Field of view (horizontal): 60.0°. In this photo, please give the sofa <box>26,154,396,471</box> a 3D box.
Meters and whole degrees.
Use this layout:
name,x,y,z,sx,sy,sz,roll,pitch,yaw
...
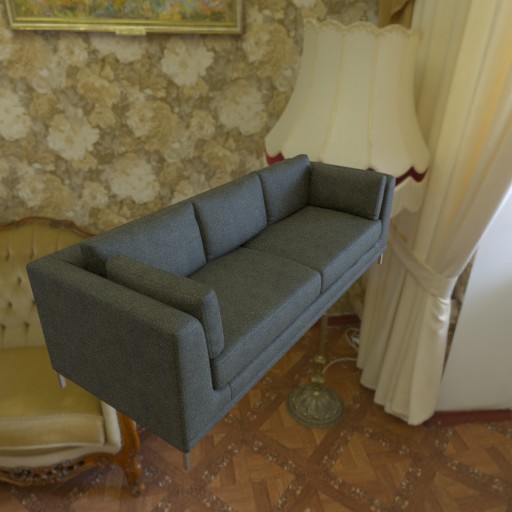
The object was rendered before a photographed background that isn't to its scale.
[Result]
name,x,y,z,sx,sy,sz,roll,pitch,yaw
sofa,0.000,0.000,2.852,0.969,0.867,2.415,17,31,30
